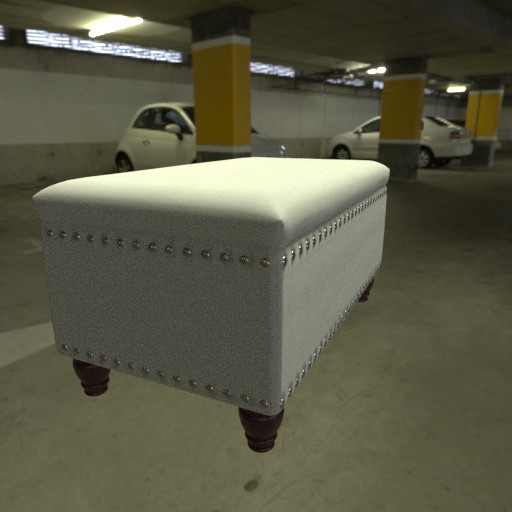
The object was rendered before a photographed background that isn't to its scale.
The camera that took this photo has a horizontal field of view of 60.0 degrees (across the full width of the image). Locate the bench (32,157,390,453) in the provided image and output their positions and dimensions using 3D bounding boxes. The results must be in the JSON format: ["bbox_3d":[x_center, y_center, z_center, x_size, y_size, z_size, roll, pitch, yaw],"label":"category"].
[{"bbox_3d":[0.000,0.000,1.146,0.500,0.449,0.887,8,18,25],"label":"bench"}]
